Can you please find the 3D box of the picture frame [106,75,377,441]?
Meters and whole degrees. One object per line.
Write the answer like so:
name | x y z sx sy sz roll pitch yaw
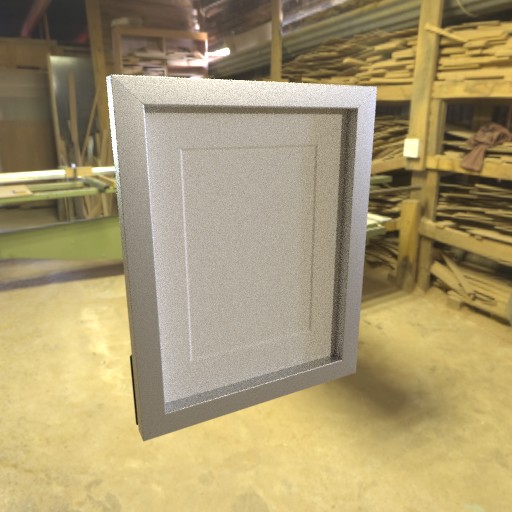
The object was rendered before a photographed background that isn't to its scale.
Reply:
picture frame | 0.000 0.000 0.529 0.307 0.386 0.036 -9 19 -27
